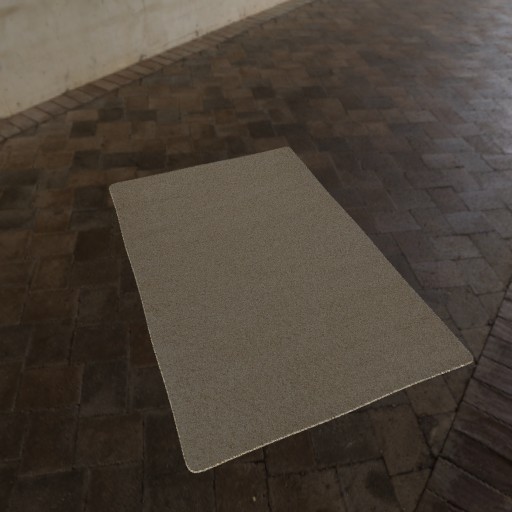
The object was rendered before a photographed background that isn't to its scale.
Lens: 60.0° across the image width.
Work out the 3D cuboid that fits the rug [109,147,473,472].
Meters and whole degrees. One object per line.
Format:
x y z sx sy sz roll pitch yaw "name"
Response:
0.000 0.000 3.355 1.798 0.025 2.698 -16 46 -16 "rug"
